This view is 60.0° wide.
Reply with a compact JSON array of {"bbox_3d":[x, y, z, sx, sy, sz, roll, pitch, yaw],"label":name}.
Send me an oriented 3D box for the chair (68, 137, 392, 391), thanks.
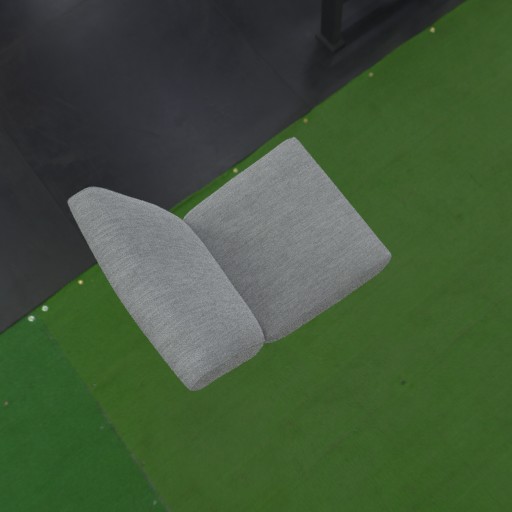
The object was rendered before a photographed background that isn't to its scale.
[{"bbox_3d":[0.000,0.000,1.269,0.629,0.884,0.487,-35,78,-8],"label":"chair"}]
